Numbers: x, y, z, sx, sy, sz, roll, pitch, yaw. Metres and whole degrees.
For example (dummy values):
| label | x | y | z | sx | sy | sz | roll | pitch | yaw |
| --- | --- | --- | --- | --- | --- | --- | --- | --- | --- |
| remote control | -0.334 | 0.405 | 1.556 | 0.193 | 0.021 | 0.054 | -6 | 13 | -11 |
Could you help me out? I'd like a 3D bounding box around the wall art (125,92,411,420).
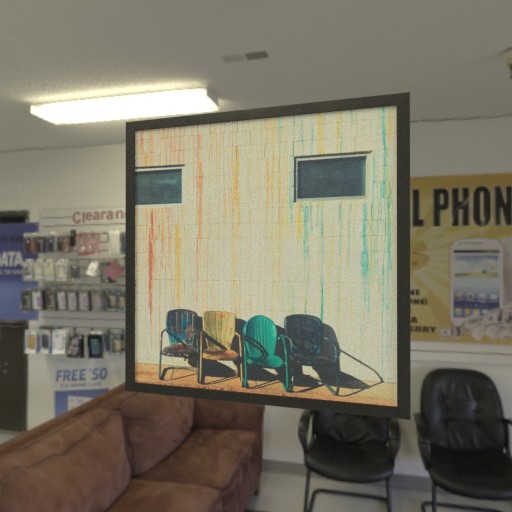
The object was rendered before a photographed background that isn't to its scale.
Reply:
| label | x | y | z | sx | sy | sz | roll | pitch | yaw |
| --- | --- | --- | --- | --- | --- | --- | --- | --- | --- |
| wall art | 0.000 | 0.000 | 1.161 | 0.763 | 0.763 | 0.039 | 0 | 0 | 17 |
